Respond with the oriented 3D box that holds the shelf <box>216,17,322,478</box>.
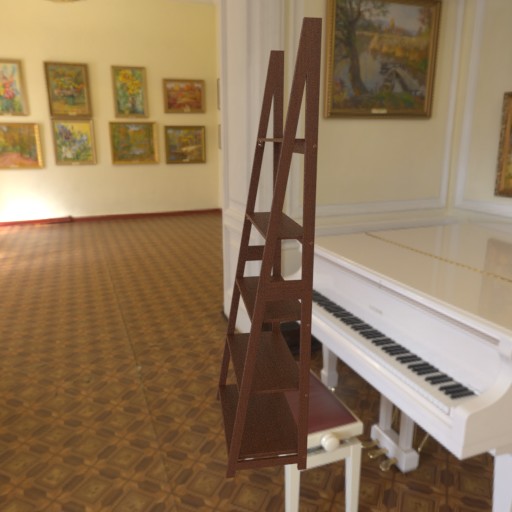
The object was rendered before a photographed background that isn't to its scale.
[{"bbox_3d":[0.000,0.000,1.949,0.350,1.770,0.600,-2,15,-9],"label":"shelf"}]
